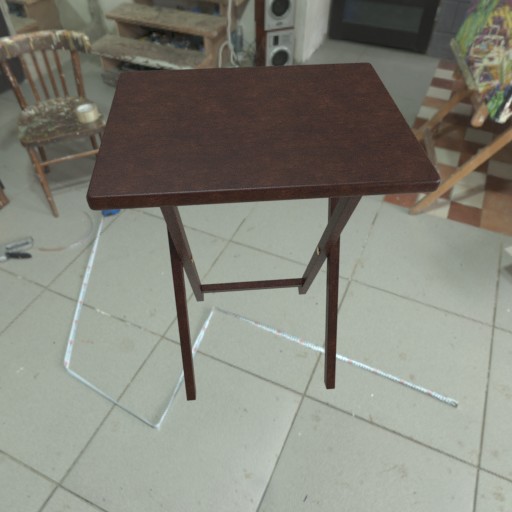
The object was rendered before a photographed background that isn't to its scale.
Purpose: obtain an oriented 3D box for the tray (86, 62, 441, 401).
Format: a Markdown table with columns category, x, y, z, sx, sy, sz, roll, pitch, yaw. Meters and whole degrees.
| category | x | y | z | sx | sy | sz | roll | pitch | yaw |
| --- | --- | --- | --- | --- | --- | --- | --- | --- | --- |
| tray | 0.000 | 0.000 | 0.961 | 0.483 | 0.660 | 0.381 | -4 | 47 | -3 |
